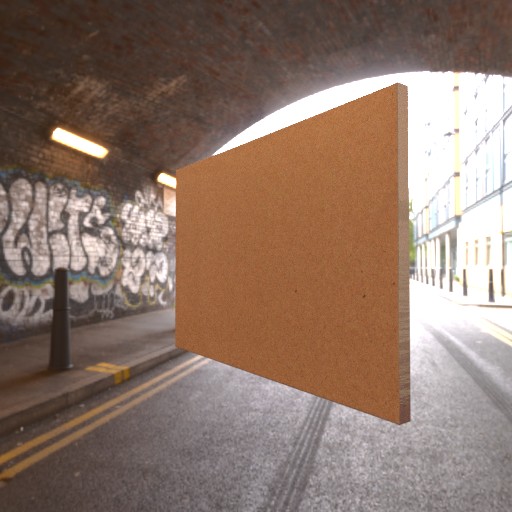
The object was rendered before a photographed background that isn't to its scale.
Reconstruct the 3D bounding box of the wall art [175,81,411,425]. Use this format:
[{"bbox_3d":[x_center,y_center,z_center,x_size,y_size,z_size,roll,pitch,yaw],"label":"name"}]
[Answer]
[{"bbox_3d":[0.000,0.000,0.784,0.021,0.410,0.615,1,-1,-35],"label":"wall art"}]
